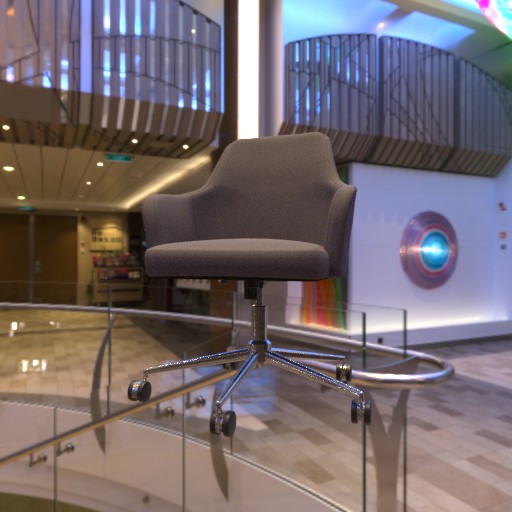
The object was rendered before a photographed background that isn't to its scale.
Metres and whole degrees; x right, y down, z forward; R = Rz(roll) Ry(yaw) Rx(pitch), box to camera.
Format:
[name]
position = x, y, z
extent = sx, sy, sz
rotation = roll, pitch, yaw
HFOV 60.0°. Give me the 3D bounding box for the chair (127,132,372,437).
[chair]
position = 0.000, 0.000, 1.272
extent = 0.655, 0.820, 0.600
rotation = 0, 0, 19
